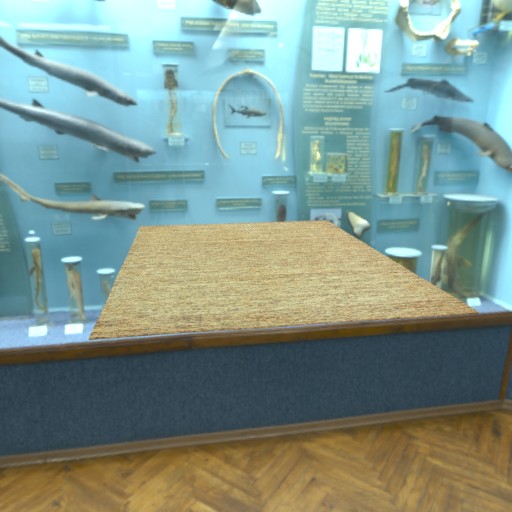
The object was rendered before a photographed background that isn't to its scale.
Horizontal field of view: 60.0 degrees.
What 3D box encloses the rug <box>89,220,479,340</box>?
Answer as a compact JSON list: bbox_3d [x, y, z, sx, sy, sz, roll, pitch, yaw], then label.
[{"bbox_3d":[0.000,0.000,4.222,2.438,0.012,3.200,-2,16,-9],"label":"rug"}]
